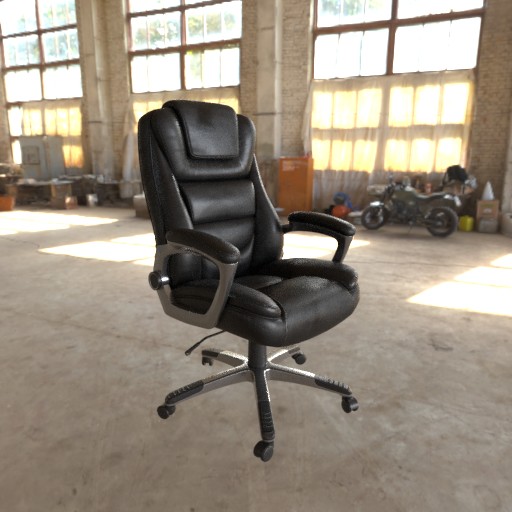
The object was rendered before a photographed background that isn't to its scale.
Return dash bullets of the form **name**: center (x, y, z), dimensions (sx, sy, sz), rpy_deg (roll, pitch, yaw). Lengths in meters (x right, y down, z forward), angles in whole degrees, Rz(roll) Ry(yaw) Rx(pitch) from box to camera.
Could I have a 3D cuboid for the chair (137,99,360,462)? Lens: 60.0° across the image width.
- **chair**: center (0.000, 0.000, 1.558), dimensions (0.689, 1.075, 0.697), rpy_deg (13, 18, 43)
